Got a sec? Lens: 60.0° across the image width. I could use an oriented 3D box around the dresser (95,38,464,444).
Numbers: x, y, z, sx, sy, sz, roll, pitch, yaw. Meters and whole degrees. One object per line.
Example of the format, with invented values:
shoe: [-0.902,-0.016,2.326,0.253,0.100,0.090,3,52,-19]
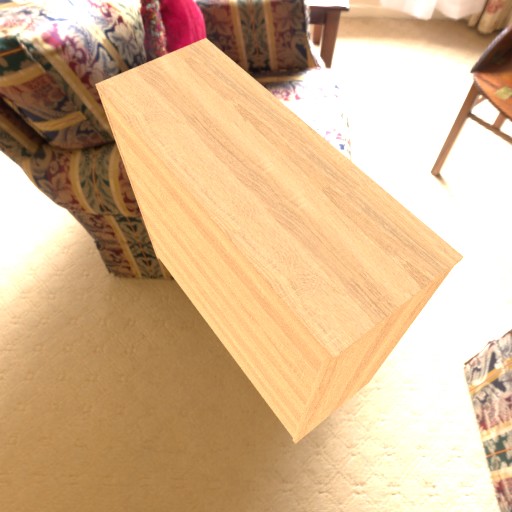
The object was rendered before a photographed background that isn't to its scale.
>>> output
dresser: [0.000,0.000,1.459,0.380,0.900,0.980,-32,63,-19]
